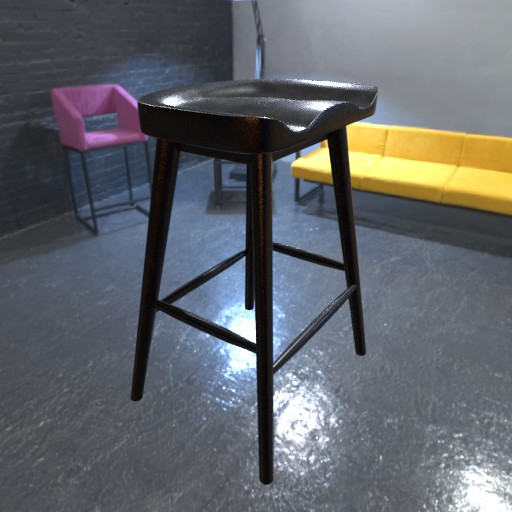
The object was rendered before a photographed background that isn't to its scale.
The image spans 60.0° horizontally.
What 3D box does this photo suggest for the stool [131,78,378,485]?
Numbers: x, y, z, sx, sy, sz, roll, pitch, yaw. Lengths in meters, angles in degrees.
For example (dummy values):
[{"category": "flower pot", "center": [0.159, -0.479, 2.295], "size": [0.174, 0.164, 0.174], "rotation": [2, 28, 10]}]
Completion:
[{"category": "stool", "center": [0.000, 0.000, 0.876], "size": [0.361, 0.615, 0.440], "rotation": [18, 33, 31]}]
